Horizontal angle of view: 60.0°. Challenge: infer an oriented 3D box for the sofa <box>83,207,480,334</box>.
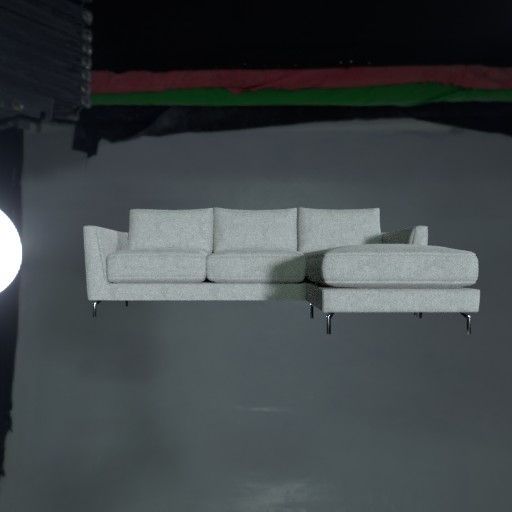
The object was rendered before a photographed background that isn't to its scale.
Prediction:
[{"bbox_3d":[0.000,0.000,3.146,2.438,0.864,1.626,0,-1,0],"label":"sofa"}]
